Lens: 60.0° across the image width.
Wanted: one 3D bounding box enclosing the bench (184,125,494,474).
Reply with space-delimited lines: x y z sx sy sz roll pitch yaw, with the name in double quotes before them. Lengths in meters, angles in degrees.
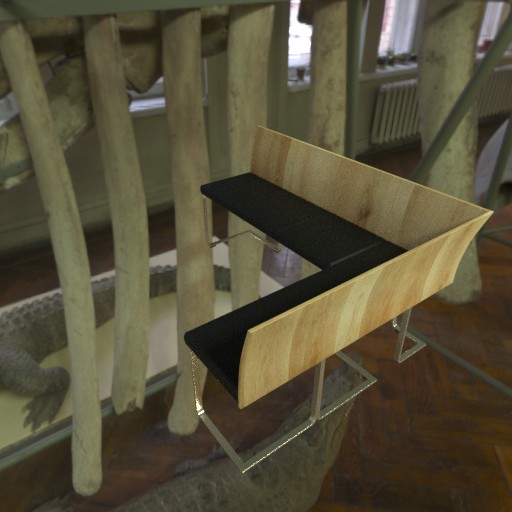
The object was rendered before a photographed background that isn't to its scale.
"bench" 0.000 0.000 2.726 1.495 0.930 1.945 -21 38 -31
